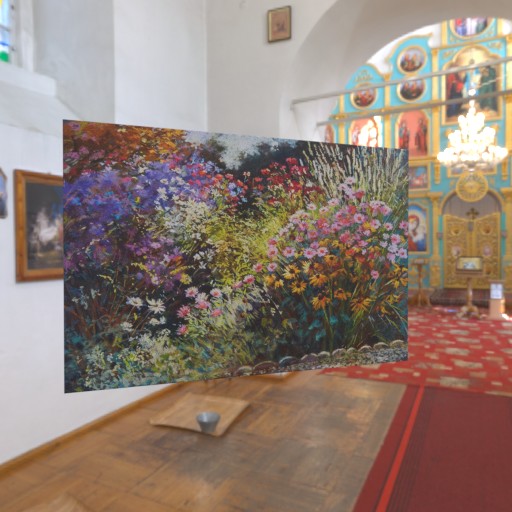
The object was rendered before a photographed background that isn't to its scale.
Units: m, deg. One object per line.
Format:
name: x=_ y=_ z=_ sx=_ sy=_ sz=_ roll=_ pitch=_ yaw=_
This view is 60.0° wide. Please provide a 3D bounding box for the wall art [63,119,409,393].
wall art: x=0.000 y=0.000 z=1.140 sx=0.908 sy=0.604 sz=0.037 roll=0 pitch=1 yaw=-19
